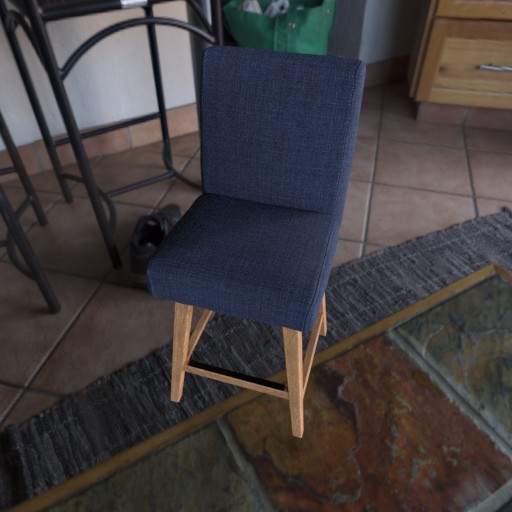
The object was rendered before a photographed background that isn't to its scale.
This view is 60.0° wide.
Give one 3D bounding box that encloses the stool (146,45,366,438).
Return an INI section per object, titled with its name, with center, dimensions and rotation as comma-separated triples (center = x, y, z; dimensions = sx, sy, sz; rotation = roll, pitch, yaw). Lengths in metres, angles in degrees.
[stool]
center = 0.000, 0.000, 1.309
dimensions = 0.459, 1.010, 0.526
rotation = 11, 43, 12
